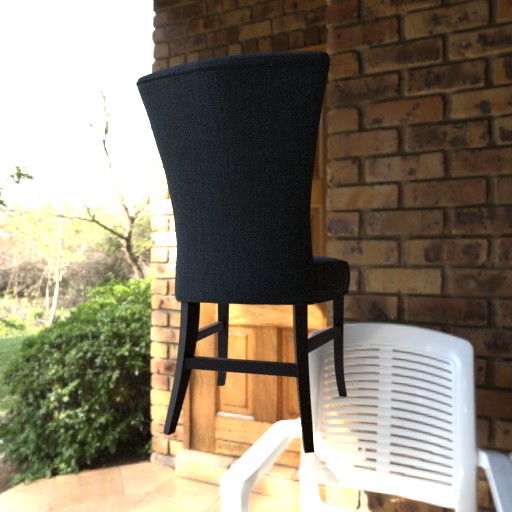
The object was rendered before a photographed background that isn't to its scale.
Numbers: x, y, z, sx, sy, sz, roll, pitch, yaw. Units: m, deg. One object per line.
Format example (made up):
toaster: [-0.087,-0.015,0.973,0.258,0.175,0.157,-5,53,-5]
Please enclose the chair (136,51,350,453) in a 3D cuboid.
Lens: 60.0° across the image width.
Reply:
chair: [0.000,0.000,1.365,0.520,0.991,0.660,0,-1,17]
